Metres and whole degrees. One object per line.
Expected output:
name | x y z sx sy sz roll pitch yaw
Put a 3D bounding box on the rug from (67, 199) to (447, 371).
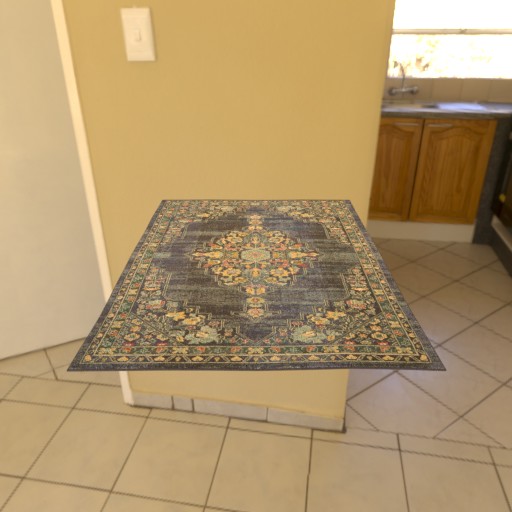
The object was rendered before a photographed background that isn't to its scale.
rug | 0.000 0.000 4.766 2.716 0.035 3.612 0 27 0
